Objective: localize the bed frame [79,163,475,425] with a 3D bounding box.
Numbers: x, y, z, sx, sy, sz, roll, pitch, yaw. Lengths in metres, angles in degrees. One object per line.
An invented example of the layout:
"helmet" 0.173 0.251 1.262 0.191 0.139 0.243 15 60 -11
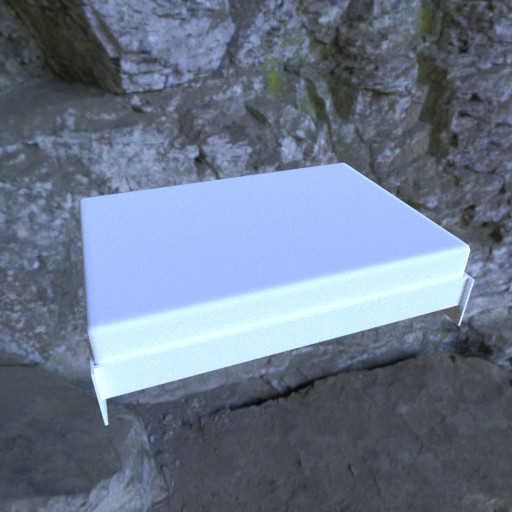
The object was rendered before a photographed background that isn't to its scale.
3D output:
"bed frame" 0.000 0.000 2.683 1.945 0.497 1.445 -11 34 -17
